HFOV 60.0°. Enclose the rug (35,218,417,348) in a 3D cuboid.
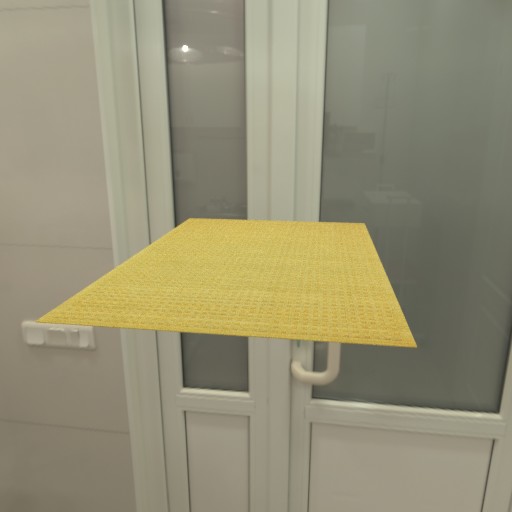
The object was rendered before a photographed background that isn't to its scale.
[{"bbox_3d":[0.000,0.000,3.628,1.981,0.006,2.895,2,16,8],"label":"rug"}]
